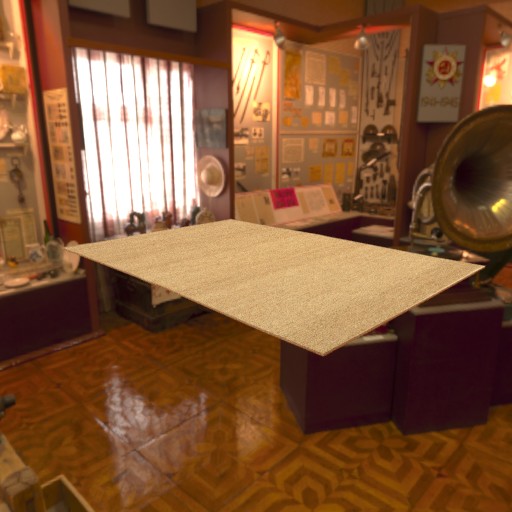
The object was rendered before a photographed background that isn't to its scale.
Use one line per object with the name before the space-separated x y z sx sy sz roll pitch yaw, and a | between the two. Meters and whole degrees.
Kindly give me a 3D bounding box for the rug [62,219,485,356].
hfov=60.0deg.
rug | 0.000 0.000 2.876 1.596 0.030 2.283 -14 20 -43
